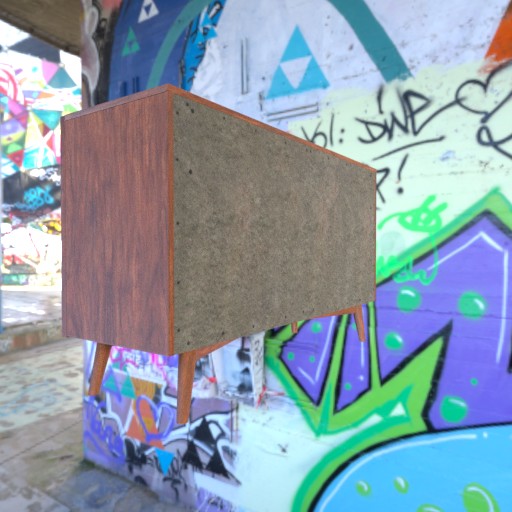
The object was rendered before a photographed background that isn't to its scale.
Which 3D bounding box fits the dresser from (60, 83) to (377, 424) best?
[{"bbox_3d":[0.000,0.000,1.862,0.500,0.889,1.472,1,1,35],"label":"dresser"}]
